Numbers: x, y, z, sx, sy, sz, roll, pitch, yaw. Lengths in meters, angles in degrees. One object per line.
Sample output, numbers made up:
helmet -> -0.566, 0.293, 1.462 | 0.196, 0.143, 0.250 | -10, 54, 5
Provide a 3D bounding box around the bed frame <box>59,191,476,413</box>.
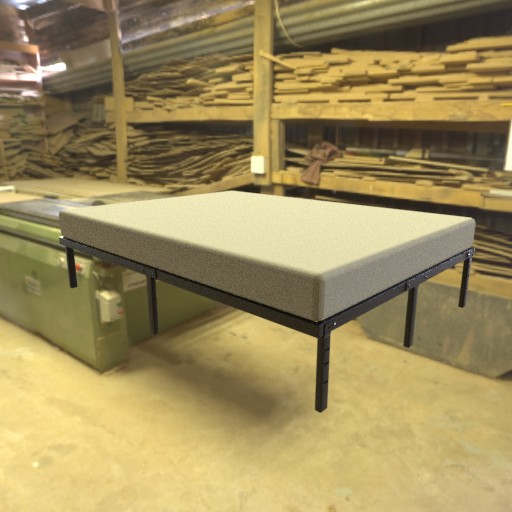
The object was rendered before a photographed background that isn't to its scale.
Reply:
bed frame -> 0.000, 0.000, 3.513 | 2.635, 0.680, 1.990 | 14, 20, 42
